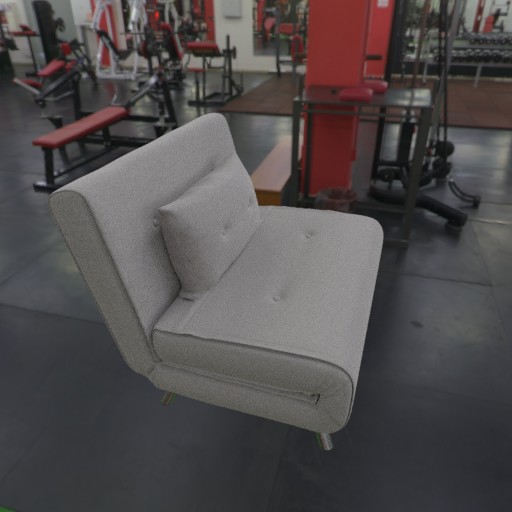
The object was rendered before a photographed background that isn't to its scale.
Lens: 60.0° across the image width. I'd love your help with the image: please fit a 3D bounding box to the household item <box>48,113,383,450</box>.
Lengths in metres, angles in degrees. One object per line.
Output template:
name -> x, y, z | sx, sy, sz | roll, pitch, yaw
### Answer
household item -> 0.000, 0.000, 1.650 | 0.874, 0.800, 1.000 | 10, 31, 16
